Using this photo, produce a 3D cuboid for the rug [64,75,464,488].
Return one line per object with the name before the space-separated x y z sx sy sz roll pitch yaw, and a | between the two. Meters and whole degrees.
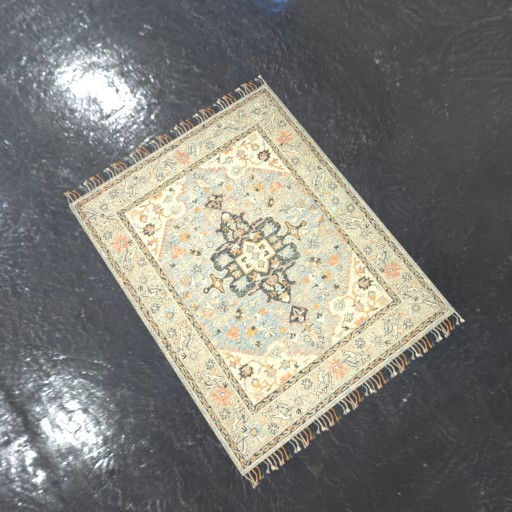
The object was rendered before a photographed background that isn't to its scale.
rug | 0.000 0.000 2.243 1.278 0.009 1.730 -34 78 -9
